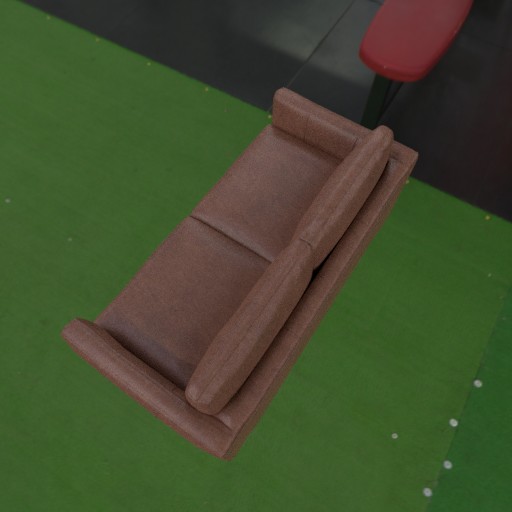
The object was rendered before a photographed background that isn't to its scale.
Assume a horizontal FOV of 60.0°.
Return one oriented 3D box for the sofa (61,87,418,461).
[{"bbox_3d":[0.000,0.000,2.302,0.899,0.883,1.797,31,67,14],"label":"sofa"}]
